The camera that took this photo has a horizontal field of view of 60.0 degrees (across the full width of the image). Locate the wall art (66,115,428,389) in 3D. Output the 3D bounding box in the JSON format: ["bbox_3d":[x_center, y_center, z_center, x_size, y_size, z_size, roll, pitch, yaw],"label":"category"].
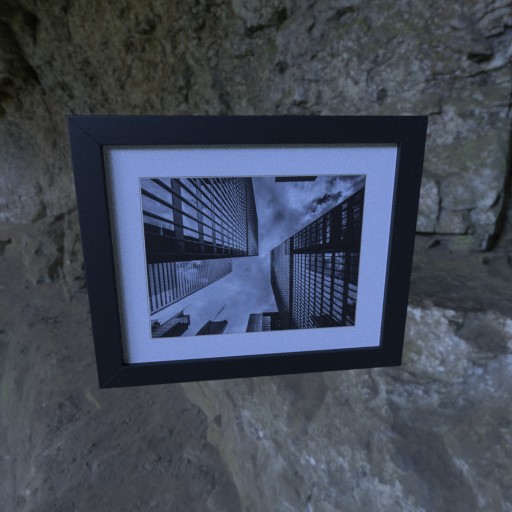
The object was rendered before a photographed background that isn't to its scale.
[{"bbox_3d":[0.000,0.000,0.755,0.558,0.457,0.031,-2,17,-7],"label":"wall art"}]
